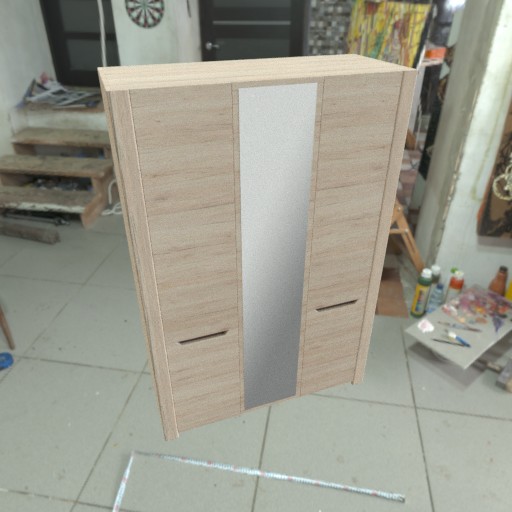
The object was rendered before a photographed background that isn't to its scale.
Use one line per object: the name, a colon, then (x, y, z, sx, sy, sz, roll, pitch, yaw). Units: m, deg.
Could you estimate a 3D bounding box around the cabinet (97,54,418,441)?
cabinet: (0.000, 0.000, 2.628, 1.400, 2.070, 0.580, -11, 33, -17)
